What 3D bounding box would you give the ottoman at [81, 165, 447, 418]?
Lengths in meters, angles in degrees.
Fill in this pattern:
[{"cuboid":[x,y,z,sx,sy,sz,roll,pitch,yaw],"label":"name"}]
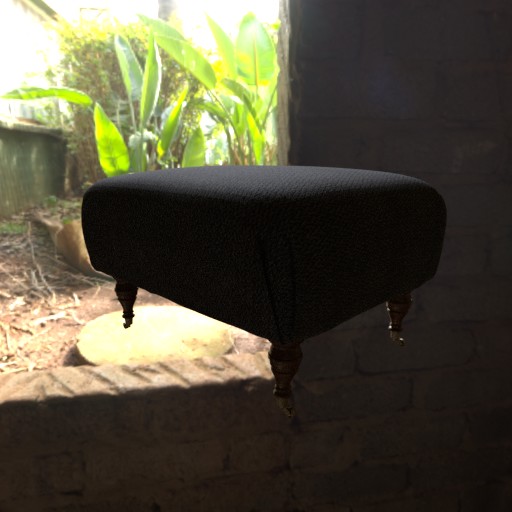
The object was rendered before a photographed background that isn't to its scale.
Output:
[{"cuboid":[0.000,0.000,1.123,0.747,0.450,0.622,13,18,43],"label":"ottoman"}]
